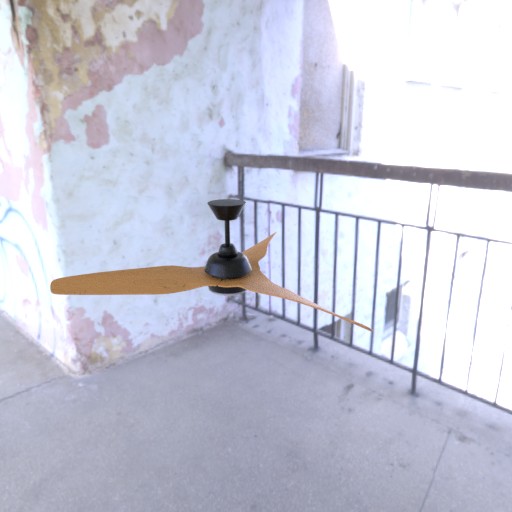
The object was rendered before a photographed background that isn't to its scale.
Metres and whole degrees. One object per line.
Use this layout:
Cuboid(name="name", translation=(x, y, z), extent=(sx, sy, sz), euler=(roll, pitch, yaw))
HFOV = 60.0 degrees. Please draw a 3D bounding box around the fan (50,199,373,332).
Cuboid(name="fan", translation=(0.000, 0.000, 1.613), extent=(1.142, 0.355, 1.010), euler=(-16, 23, -41))
